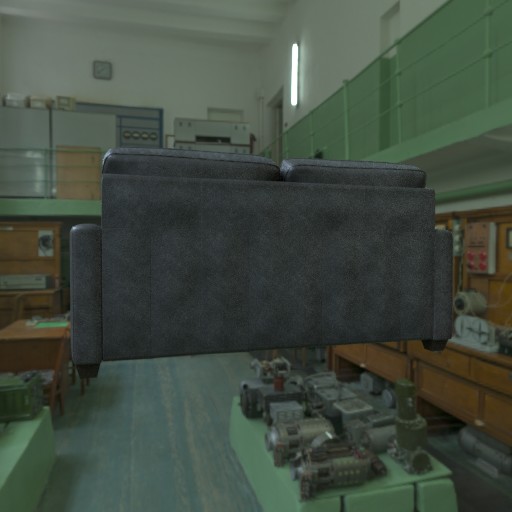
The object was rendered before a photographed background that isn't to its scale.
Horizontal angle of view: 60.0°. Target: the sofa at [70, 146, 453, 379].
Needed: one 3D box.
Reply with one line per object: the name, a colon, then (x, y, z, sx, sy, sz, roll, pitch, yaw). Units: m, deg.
sofa: (0.000, 0.000, 2.327, 1.732, 0.916, 0.939, 0, 1, -16)
